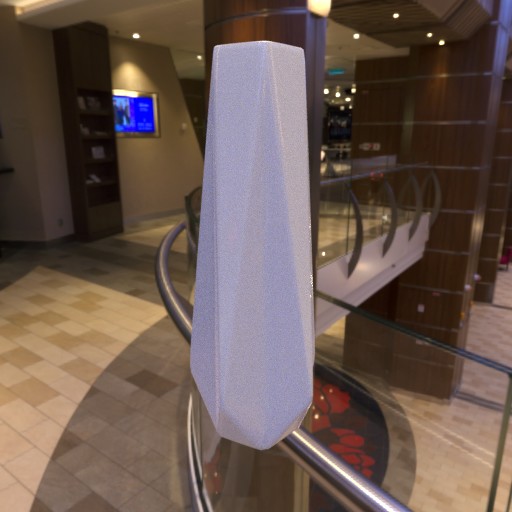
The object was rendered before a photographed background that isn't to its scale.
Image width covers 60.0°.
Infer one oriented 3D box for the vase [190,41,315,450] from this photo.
[{"bbox_3d":[0.000,0.000,0.387,0.122,0.329,0.116,-2,15,-9],"label":"vase"}]
